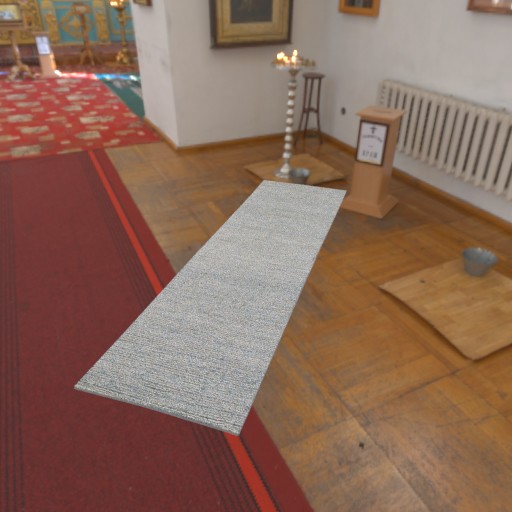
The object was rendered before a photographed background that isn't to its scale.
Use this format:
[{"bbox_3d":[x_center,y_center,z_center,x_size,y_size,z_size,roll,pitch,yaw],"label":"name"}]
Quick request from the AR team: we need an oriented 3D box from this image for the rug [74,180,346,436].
[{"bbox_3d":[0.000,0.000,2.563,0.675,0.037,2.341,10,32,16],"label":"rug"}]
